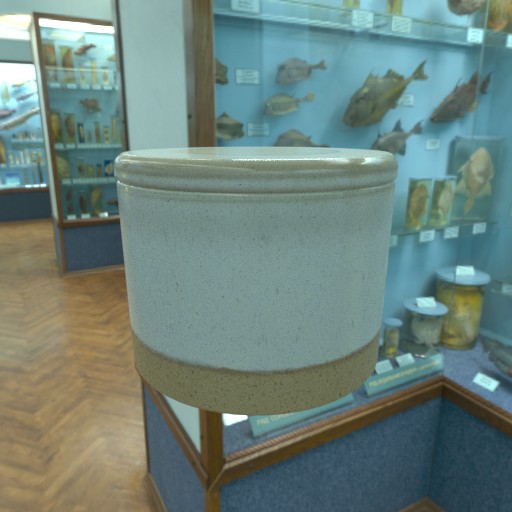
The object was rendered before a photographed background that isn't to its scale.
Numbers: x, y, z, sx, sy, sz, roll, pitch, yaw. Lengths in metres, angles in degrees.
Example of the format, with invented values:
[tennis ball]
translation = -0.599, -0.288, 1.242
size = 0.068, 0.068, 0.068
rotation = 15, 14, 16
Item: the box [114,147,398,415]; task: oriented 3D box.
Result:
[box]
translation = 0.000, 0.000, 0.266
size = 0.154, 0.123, 0.154
rotation = 0, 16, 0
